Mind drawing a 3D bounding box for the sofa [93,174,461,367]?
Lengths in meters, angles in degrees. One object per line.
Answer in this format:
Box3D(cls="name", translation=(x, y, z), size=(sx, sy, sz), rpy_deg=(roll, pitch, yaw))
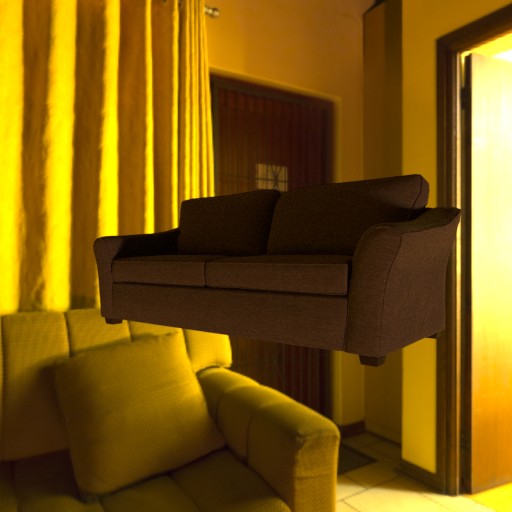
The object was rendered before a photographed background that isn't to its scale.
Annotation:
Box3D(cls="sofa", translation=(0.000, 0.000, 2.845), size=(2.270, 0.950, 0.971), rpy_deg=(0, 0, 38))
